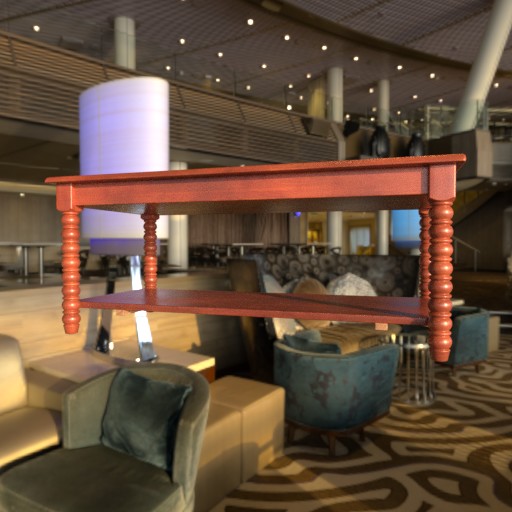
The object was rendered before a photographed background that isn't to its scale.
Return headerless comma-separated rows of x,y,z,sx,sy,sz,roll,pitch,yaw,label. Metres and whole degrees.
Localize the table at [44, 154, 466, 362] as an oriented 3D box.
0.000,0.000,1.447,1.171,0.485,0.580,0,2,18,table
